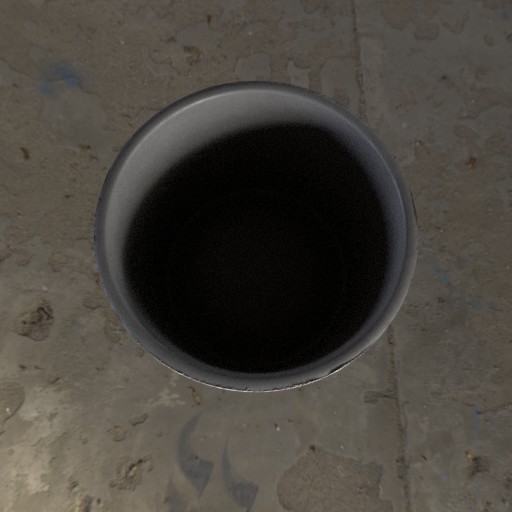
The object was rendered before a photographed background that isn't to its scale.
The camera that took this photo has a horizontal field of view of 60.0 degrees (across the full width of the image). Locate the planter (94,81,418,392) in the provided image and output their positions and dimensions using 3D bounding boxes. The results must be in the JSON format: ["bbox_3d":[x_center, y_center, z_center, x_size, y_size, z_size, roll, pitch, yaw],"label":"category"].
[{"bbox_3d":[0.000,0.000,0.446,0.254,0.221,0.254,0,76,0],"label":"planter"}]
